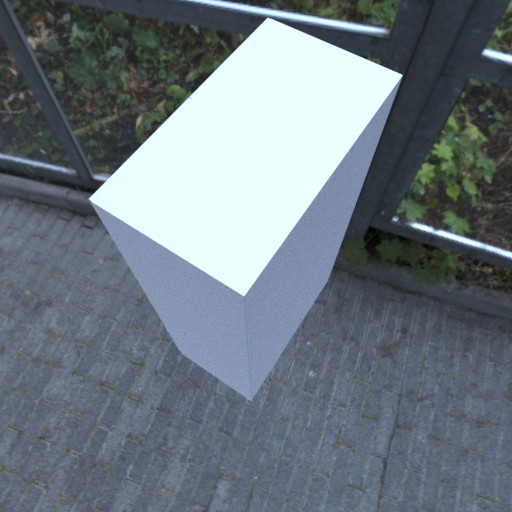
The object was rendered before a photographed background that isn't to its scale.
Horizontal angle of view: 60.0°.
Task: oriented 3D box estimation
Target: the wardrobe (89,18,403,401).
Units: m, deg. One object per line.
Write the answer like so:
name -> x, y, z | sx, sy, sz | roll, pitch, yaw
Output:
wardrobe -> 0.000, 0.000, 2.241 | 0.577, 1.808, 0.991 | 30, 67, 14
